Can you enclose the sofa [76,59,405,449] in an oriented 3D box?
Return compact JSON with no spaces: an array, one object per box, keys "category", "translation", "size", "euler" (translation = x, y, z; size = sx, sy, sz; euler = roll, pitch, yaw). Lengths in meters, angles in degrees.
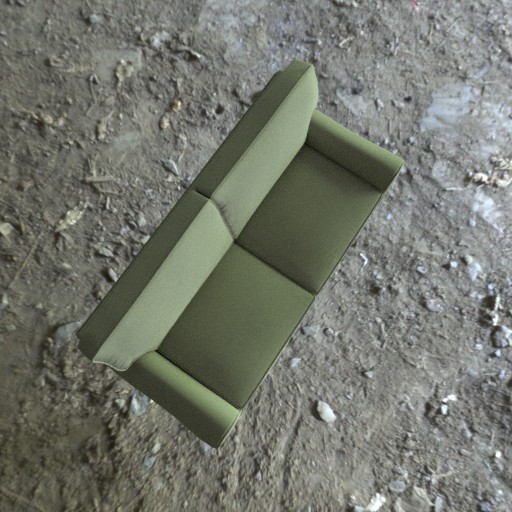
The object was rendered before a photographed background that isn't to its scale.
[{"category":"sofa","translation":[0.000,0.000,2.380],"size":[0.841,1.024,1.823],"euler":[34,79,7]}]
